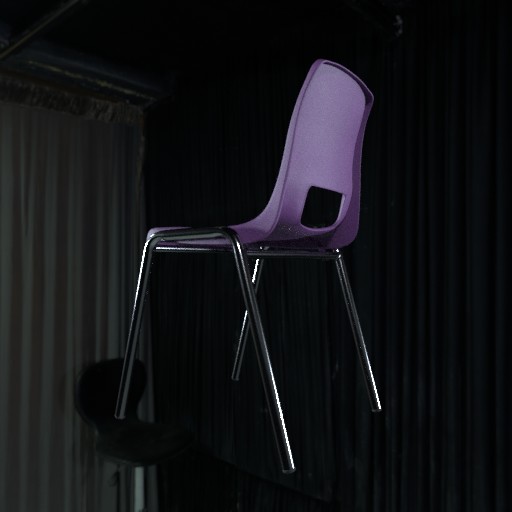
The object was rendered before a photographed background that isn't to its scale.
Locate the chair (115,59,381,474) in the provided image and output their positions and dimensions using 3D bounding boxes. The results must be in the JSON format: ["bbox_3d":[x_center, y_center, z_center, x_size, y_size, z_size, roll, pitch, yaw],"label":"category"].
[{"bbox_3d":[0.000,0.000,0.914,0.432,0.654,0.381,-1,-1,37],"label":"chair"}]
